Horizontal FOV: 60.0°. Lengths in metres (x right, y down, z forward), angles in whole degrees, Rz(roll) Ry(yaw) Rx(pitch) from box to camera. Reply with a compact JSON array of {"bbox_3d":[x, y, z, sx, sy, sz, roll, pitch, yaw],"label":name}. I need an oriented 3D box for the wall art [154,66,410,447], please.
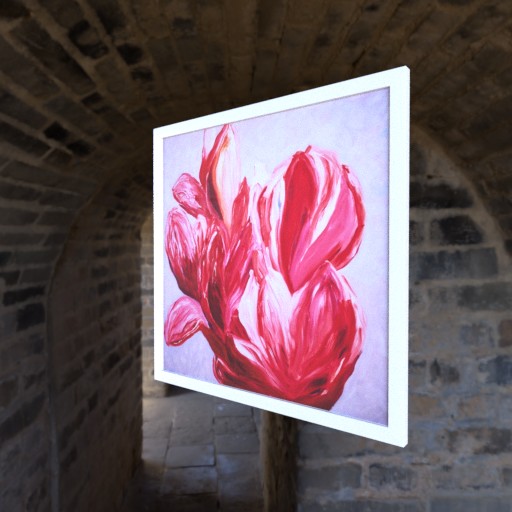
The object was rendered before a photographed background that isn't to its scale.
[{"bbox_3d":[0.000,0.000,0.976,0.664,0.661,0.020,1,1,37],"label":"wall art"}]
